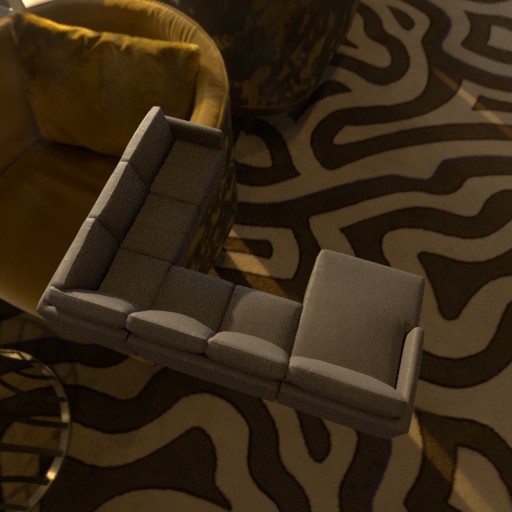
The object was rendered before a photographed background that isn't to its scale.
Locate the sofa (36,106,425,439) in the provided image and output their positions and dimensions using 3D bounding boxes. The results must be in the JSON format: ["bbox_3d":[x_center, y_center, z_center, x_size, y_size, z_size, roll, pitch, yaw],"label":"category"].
[{"bbox_3d":[0.000,0.000,4.573,3.460,0.961,2.594,16,65,8],"label":"sofa"}]
